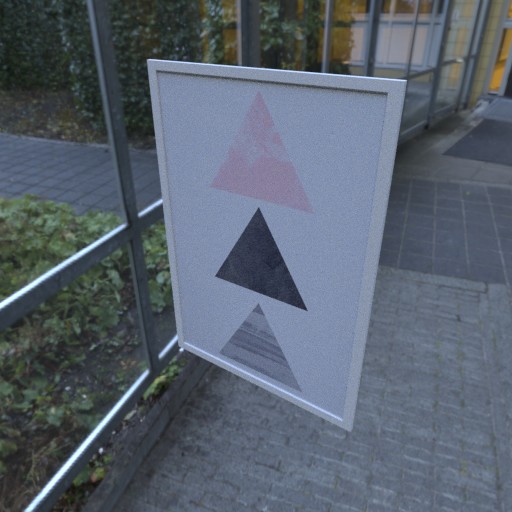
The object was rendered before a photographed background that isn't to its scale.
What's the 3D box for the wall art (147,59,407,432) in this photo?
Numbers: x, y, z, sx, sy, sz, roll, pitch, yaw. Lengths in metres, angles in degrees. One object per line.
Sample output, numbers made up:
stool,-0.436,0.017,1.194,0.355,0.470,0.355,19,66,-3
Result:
wall art,0.000,0.000,1.198,0.659,0.940,0.013,18,34,29
